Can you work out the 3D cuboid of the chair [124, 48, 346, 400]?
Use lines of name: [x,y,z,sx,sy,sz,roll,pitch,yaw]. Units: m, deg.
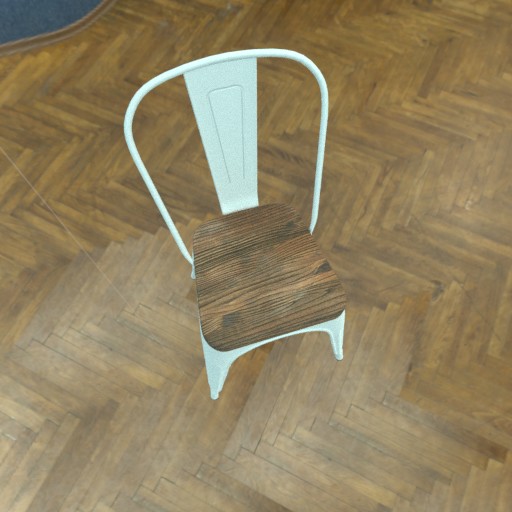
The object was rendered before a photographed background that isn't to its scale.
chair: [0.000,0.000,1.163,0.452,0.851,0.521,-15,66,-7]
